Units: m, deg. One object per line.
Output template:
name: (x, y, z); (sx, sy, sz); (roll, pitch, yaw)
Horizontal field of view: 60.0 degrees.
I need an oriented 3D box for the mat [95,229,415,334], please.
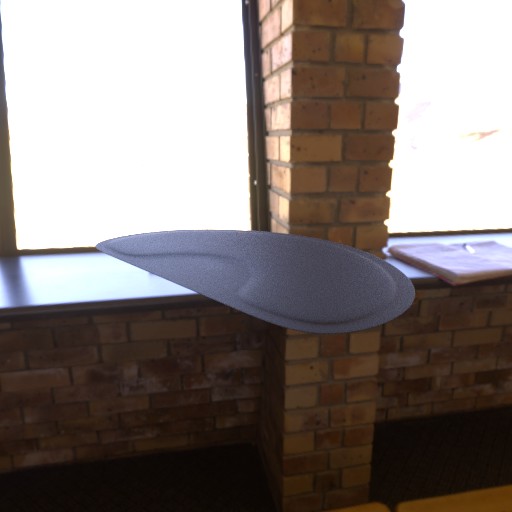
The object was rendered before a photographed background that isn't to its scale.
mat: (0.000, 0.000, 1.901); (0.913, 0.013, 1.524); (-14, 20, -41)
